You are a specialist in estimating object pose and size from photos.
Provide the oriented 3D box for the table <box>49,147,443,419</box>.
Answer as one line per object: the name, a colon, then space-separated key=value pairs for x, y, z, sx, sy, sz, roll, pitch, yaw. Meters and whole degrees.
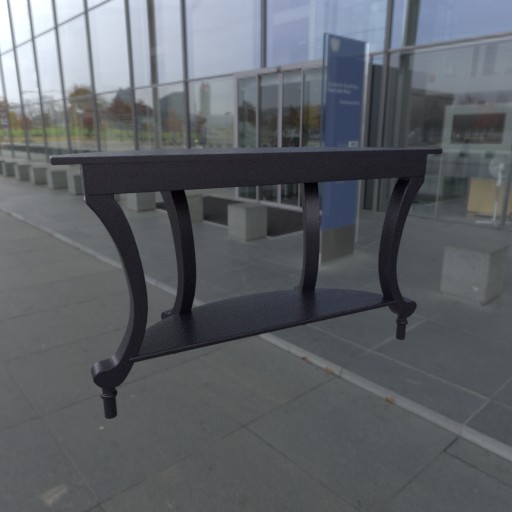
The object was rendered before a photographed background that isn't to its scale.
table: x=0.000 y=0.000 z=1.484 sx=1.198 sy=0.692 sz=0.394 roll=-8 pitch=17 yaw=-26
